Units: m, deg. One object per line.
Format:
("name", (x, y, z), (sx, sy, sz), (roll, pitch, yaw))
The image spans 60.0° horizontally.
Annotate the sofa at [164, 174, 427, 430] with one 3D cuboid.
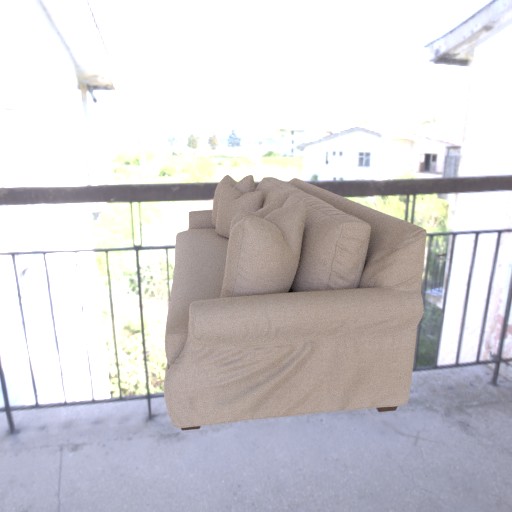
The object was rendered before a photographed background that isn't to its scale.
("sofa", (0.000, 0.000, 2.771), (1.067, 0.904, 2.285), (-2, 15, -8))
